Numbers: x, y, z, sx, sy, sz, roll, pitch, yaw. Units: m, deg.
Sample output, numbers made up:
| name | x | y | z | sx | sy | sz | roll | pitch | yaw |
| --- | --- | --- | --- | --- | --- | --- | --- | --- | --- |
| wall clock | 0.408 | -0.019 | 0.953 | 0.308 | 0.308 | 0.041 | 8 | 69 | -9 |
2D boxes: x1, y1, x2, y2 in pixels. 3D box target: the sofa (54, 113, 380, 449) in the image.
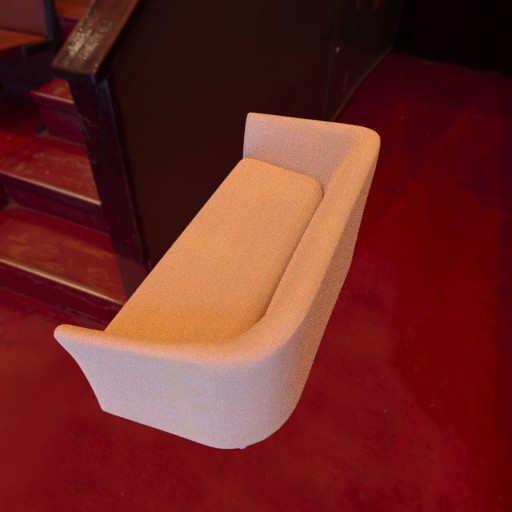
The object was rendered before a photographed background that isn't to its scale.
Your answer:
| name | x | y | z | sx | sy | sz | roll | pitch | yaw |
| --- | --- | --- | --- | --- | --- | --- | --- | --- | --- |
| sofa | 0.000 | 0.000 | 1.827 | 0.705 | 0.721 | 1.452 | 17 | 48 | 16 |
